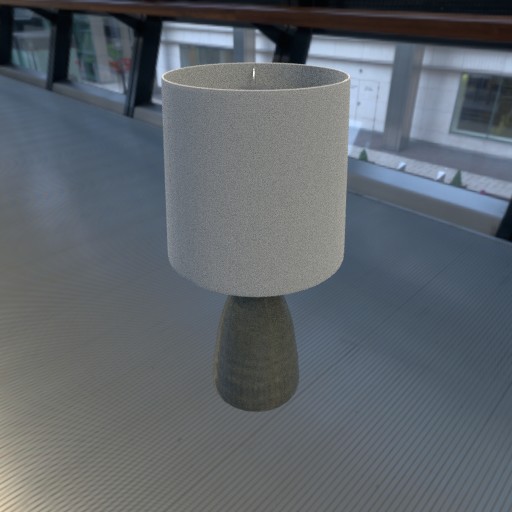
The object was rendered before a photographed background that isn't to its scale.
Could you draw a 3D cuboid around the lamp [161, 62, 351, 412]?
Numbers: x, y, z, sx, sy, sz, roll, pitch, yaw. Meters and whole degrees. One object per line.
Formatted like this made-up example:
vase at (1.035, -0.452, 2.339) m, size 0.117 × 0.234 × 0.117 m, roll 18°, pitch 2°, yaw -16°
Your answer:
lamp at (0.000, 0.000, 0.482) m, size 0.186 × 0.369 × 0.186 m, roll 0°, pitch 30°, yaw 0°
